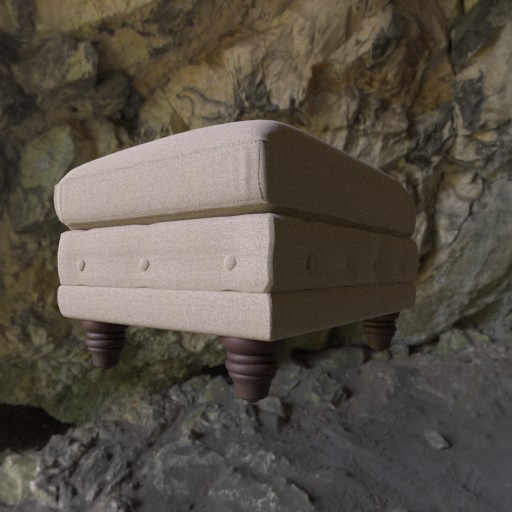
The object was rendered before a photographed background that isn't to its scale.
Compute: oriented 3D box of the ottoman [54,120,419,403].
[{"bbox_3d":[0.000,0.000,1.001,0.541,0.463,0.684,-1,-2,37],"label":"ottoman"}]
